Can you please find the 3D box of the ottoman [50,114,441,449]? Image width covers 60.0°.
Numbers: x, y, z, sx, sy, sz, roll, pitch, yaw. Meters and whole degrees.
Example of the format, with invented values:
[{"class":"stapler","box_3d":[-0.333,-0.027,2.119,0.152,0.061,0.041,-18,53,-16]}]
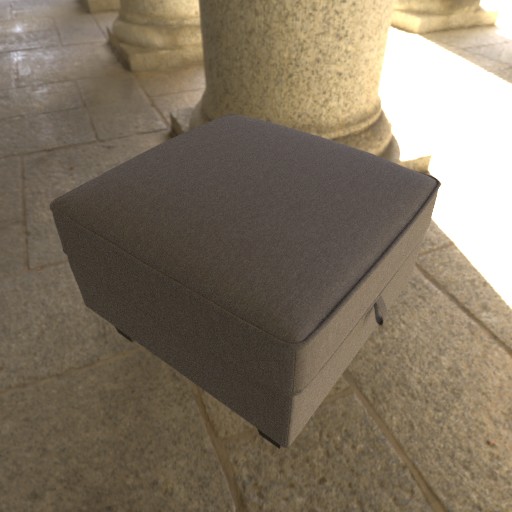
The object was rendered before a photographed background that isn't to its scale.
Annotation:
[{"class":"ottoman","box_3d":[0.000,0.000,1.386,0.871,0.612,0.808,26,47,28]}]
